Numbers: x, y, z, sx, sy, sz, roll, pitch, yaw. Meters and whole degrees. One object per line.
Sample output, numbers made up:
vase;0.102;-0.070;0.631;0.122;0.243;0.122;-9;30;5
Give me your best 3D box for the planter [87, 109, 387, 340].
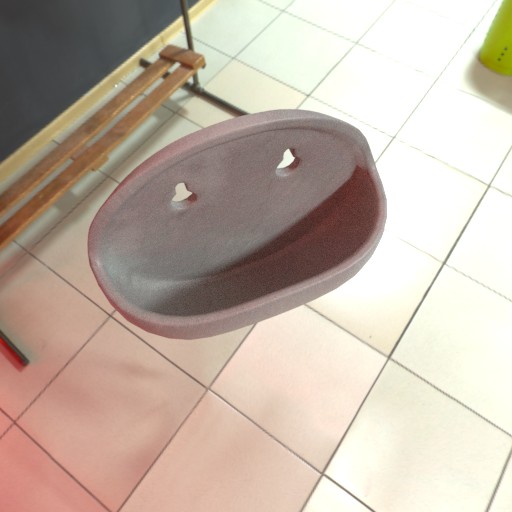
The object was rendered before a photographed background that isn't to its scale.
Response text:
planter;0.000;0.000;0.274;0.190;0.164;0.073;-20;65;-10
